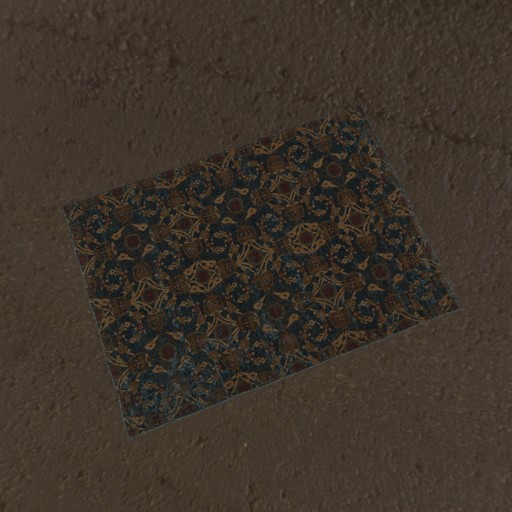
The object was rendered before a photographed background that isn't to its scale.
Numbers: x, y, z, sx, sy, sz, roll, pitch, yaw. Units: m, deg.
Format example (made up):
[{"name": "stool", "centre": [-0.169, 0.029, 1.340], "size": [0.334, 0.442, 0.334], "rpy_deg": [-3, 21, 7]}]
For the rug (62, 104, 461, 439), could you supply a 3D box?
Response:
[{"name": "rug", "centre": [0.000, 0.000, 4.336], "size": [3.291, 0.013, 2.337], "rpy_deg": [-20, 77, -5]}]
